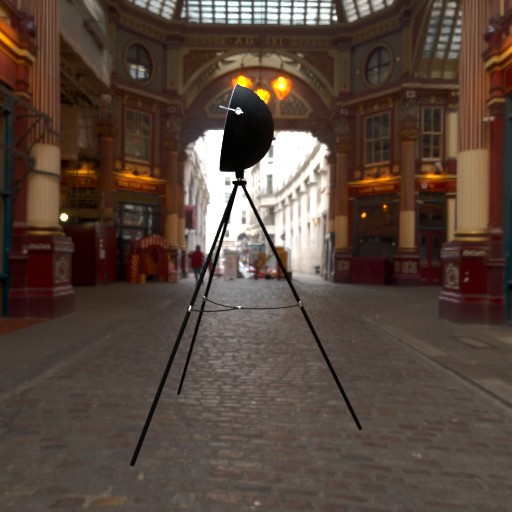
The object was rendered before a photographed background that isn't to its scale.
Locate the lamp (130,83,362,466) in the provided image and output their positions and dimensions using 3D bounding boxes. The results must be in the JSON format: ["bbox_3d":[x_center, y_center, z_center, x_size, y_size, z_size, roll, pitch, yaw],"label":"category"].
[{"bbox_3d":[0.000,0.000,2.001,0.920,1.512,0.817,0,0,-1],"label":"lamp"}]
